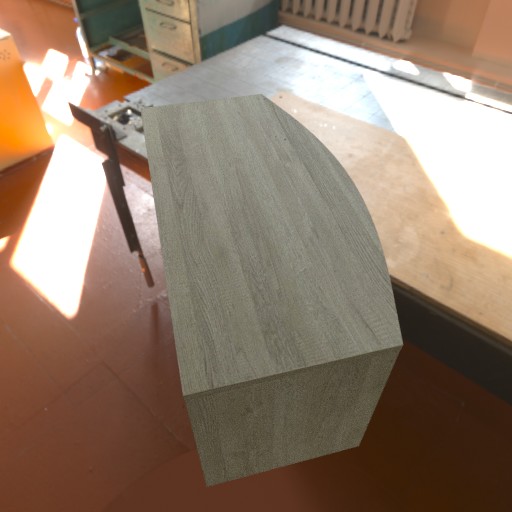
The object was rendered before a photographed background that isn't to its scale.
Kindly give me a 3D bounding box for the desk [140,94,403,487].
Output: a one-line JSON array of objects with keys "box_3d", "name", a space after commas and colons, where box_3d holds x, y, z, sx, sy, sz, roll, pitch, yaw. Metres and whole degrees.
[{"box_3d": [0.000, 0.000, 2.043, 0.802, 0.752, 1.600, -10, 47, -10], "name": "desk"}]
